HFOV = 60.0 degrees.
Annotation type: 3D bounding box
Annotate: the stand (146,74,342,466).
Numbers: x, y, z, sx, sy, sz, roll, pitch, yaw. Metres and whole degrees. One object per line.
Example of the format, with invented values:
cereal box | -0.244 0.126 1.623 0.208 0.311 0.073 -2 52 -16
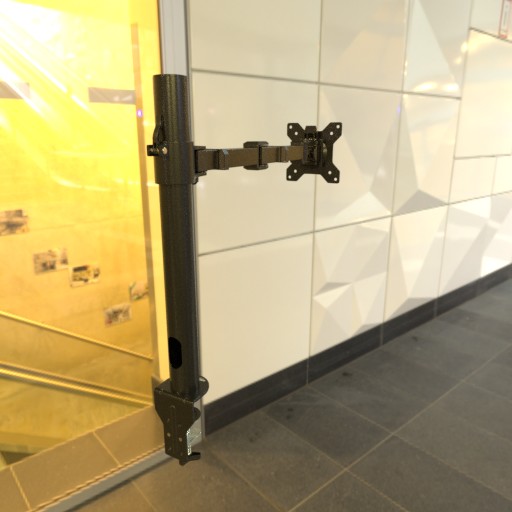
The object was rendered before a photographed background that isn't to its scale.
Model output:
stand | 0.000 0.000 0.726 0.115 0.510 0.456 9 18 28
